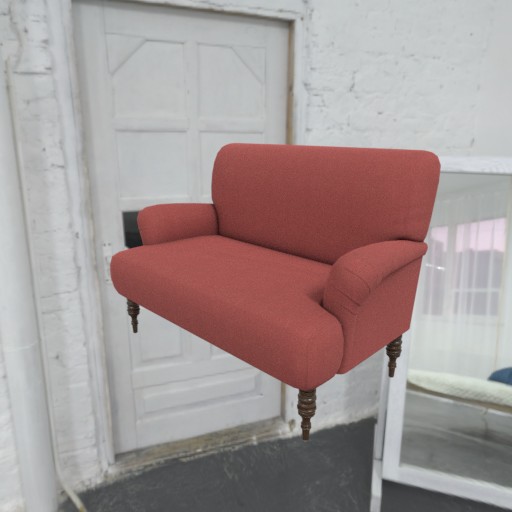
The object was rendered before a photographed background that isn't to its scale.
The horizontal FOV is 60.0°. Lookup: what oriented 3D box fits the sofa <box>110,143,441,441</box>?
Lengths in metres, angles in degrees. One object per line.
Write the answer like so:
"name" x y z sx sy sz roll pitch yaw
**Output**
"sofa" 0.000 0.000 1.882 0.779 0.889 1.297 -15 22 -42
